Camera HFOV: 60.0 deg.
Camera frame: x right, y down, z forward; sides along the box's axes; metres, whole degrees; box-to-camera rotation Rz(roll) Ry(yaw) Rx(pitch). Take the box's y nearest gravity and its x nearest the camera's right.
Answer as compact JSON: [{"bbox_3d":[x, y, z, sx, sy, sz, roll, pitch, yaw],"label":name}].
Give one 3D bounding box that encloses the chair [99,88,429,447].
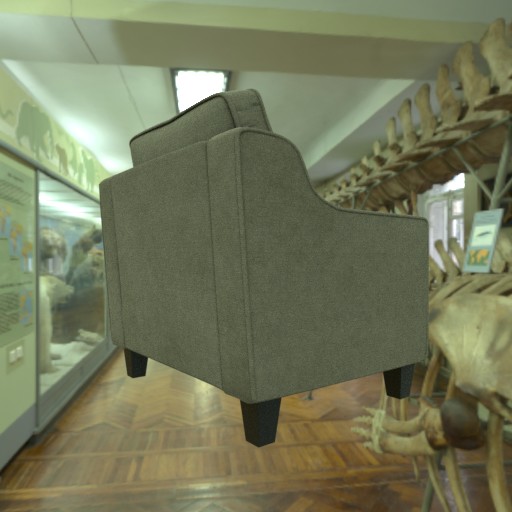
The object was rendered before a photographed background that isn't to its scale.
[{"bbox_3d":[0.000,0.000,1.616,0.840,0.944,0.926,0,0,-38],"label":"chair"}]
